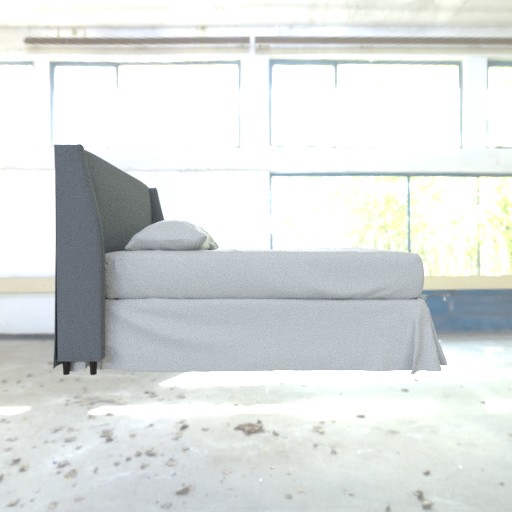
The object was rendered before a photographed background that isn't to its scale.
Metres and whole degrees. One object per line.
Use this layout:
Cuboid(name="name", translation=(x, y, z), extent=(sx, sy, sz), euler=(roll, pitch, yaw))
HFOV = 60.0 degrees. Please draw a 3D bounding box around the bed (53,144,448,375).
Cuboid(name="bed", translation=(0.000, 0.000, 3.418), extent=(2.276, 1.332, 1.925), euler=(0, 1, 0))
